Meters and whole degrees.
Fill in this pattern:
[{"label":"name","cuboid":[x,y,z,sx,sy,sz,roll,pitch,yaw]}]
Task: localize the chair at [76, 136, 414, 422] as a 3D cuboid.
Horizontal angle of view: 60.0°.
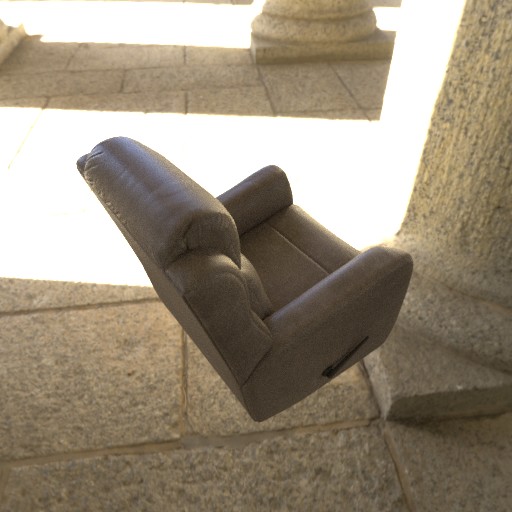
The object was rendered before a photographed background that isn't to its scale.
[{"label":"chair","cuboid":[0.000,0.000,1.912,1.068,1.116,0.967,-26,48,-26]}]
